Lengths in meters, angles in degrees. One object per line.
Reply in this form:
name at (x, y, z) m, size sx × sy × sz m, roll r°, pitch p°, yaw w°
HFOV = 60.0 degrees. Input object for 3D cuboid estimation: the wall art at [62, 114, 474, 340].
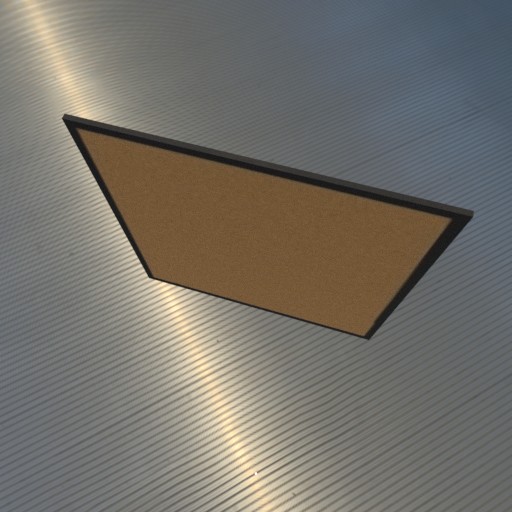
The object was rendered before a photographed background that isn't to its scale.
wall art at (0.000, 0.000, 1.225) m, size 0.823 × 0.823 × 0.013 m, roll 15°, pitch 65°, yaw 7°
